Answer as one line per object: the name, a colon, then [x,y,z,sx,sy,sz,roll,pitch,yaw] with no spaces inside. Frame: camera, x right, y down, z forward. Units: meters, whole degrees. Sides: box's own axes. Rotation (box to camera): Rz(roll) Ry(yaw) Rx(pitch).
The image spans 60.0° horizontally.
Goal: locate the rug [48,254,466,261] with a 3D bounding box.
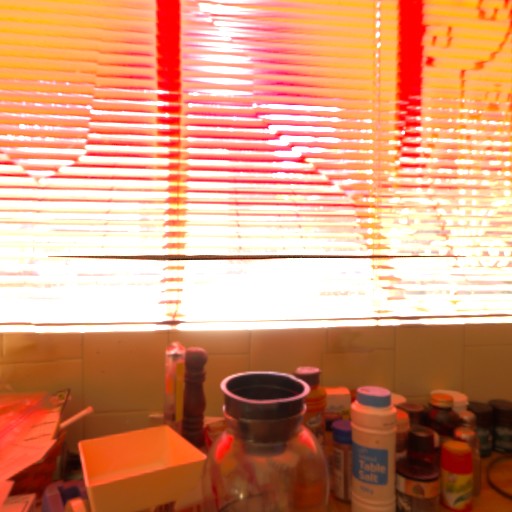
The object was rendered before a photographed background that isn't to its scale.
rug: [0.000,0.000,4.136,3.068,0.021,2.456,0,1,-38]
